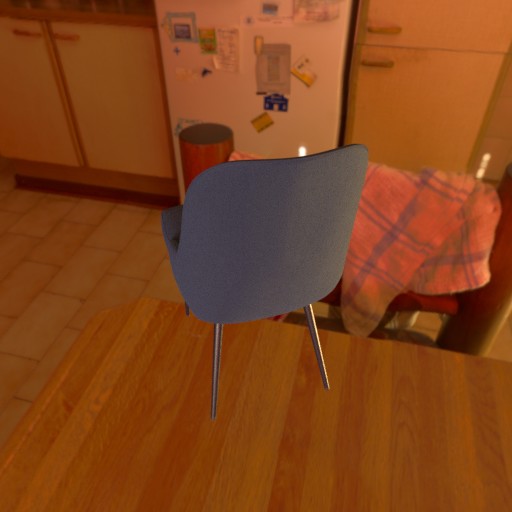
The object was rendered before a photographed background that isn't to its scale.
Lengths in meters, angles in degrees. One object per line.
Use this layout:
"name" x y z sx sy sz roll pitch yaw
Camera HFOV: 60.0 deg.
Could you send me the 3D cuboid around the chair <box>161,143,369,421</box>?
"chair" 0.000 0.000 1.243 0.478 0.896 0.559 -11 42 -12
